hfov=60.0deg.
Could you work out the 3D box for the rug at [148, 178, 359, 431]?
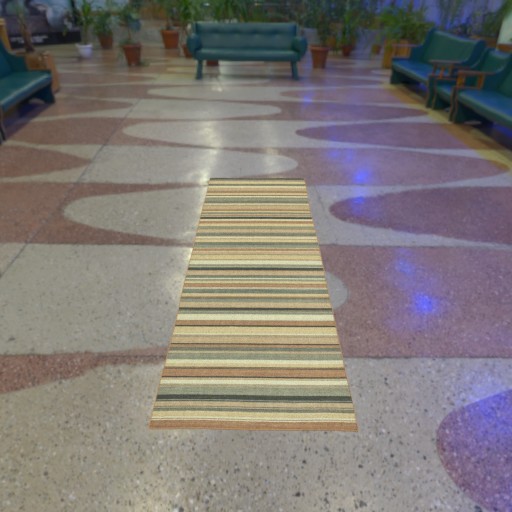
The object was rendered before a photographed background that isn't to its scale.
[{"bbox_3d":[0.000,0.000,2.698,0.799,0.010,2.444,0,32,0],"label":"rug"}]
